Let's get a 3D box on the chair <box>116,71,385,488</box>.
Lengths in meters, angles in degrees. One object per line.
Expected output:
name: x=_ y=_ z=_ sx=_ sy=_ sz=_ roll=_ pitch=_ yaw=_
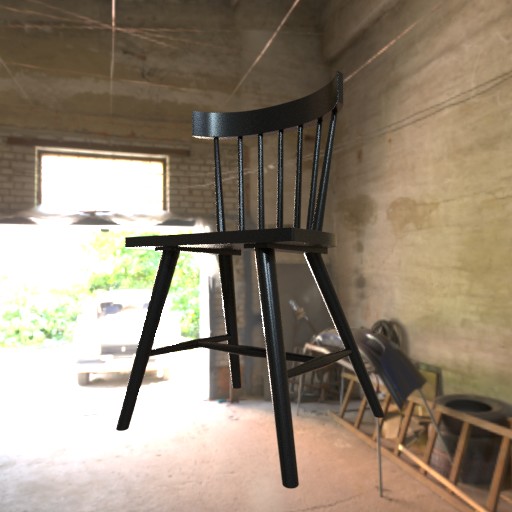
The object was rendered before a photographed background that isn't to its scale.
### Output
chair: x=0.000 y=0.000 z=1.134 sx=0.506 sy=0.844 sz=0.483 roll=-1 pitch=-2 yaw=35
